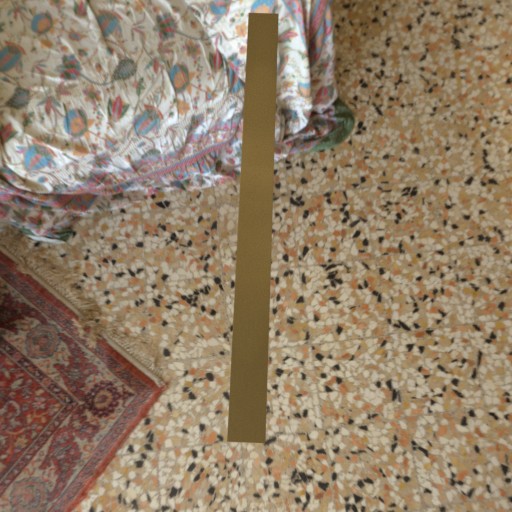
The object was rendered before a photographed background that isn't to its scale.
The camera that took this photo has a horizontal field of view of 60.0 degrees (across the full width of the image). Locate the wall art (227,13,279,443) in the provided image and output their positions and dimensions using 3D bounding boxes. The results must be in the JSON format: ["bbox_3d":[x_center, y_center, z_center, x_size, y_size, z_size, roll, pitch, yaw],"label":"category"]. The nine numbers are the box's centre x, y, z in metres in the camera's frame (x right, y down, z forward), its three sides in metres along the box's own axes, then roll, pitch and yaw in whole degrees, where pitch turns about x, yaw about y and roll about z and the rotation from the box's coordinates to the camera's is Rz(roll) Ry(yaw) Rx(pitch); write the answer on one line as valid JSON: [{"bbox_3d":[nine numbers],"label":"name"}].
[{"bbox_3d":[0.000,0.000,0.746,0.038,0.508,0.507,2,76,1],"label":"wall art"}]
